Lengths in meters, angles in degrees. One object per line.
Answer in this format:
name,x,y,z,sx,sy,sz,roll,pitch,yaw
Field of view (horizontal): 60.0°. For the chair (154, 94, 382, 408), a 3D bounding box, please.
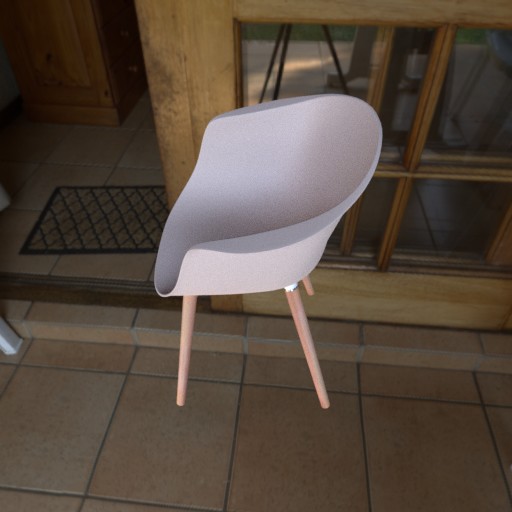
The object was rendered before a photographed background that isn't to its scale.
chair,0.000,0.000,1.176,0.504,0.781,0.593,0,43,0
